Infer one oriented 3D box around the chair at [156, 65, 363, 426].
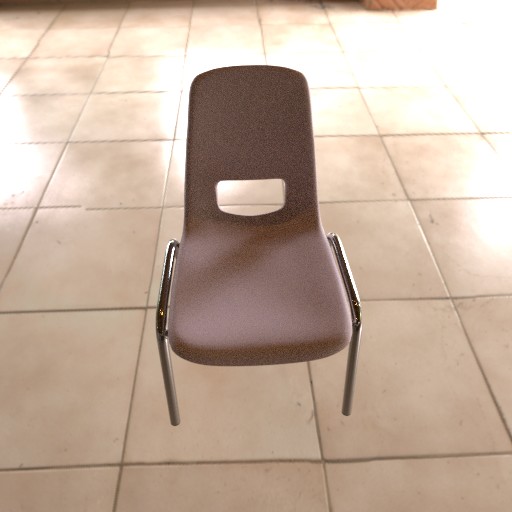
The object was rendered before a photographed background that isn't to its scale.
[{"bbox_3d":[0.000,0.000,0.803,0.354,0.536,0.385,-2,46,-2],"label":"chair"}]
